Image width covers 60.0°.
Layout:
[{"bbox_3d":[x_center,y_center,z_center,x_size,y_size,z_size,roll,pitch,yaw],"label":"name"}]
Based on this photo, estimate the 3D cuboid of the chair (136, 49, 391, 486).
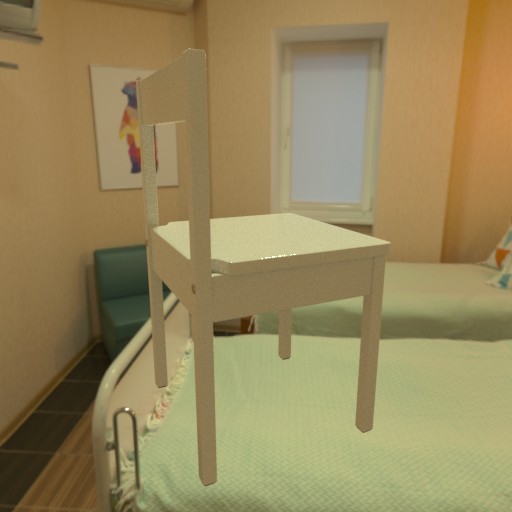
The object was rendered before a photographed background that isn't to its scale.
[{"bbox_3d":[0.000,0.000,0.874,0.361,0.668,0.367,-7,16,-24],"label":"chair"}]
